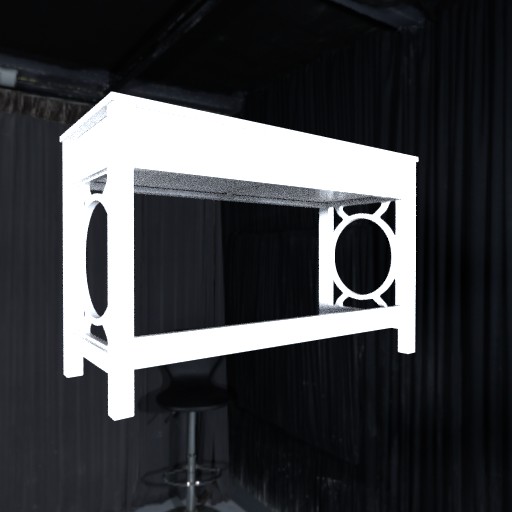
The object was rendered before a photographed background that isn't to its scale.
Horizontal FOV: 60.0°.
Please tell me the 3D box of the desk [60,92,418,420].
[{"bbox_3d":[0.000,0.000,1.570,1.191,0.762,0.504,0,1,-36],"label":"desk"}]
